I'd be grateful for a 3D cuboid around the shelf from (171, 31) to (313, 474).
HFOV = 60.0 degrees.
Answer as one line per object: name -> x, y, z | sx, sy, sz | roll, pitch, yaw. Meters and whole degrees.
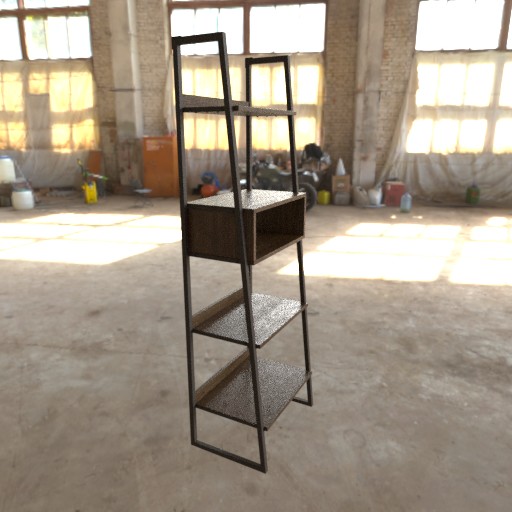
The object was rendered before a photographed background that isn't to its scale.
shelf -> 0.000, 0.000, 2.289 | 0.454, 2.005, 0.652 | 8, 18, 27
